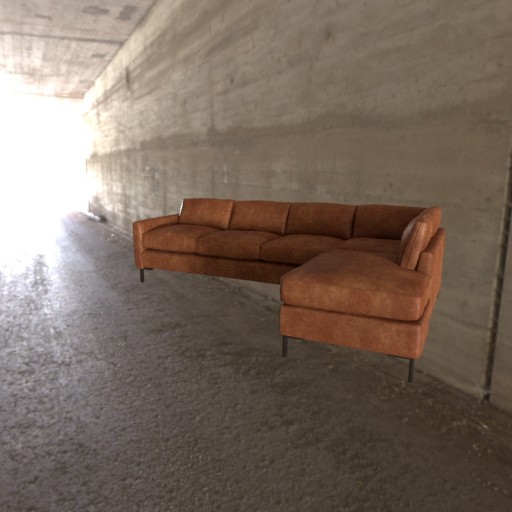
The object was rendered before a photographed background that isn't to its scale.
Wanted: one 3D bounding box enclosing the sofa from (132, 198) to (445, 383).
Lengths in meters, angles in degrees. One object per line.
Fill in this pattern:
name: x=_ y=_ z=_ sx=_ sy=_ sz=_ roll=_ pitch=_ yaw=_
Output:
sofa: x=0.000 y=0.000 z=3.902 sx=2.984 sy=0.877 sz=1.938 roll=6 pitch=13 yaw=26
